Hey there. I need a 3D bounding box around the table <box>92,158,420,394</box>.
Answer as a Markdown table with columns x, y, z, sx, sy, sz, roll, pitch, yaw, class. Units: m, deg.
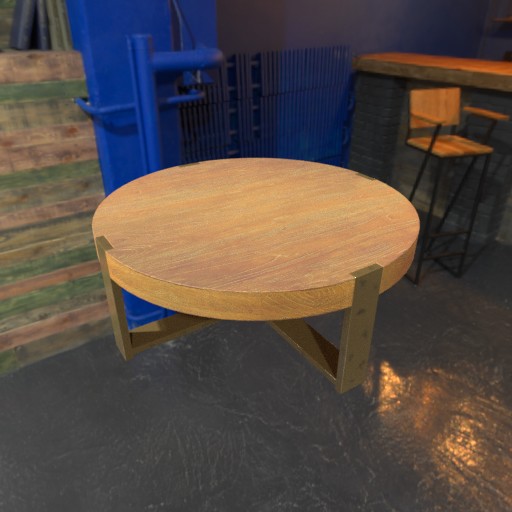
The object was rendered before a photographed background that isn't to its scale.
| x | y | z | sx | sy | sz | roll | pitch | yaw | class |
| --- | --- | --- | --- | --- | --- | --- | --- | --- | --- |
| 0.000 | 0.000 | 1.672 | 1.100 | 0.420 | 1.100 | 0 | 29 | 0 | table |
